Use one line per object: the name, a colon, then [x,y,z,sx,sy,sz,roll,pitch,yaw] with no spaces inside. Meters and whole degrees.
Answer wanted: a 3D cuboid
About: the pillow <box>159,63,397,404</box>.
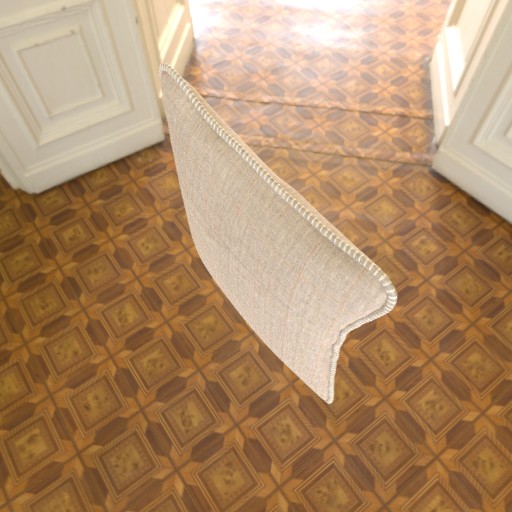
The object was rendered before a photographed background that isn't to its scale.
pillow: [0.000,0.000,0.751,0.124,0.494,0.485,-33,64,-18]
